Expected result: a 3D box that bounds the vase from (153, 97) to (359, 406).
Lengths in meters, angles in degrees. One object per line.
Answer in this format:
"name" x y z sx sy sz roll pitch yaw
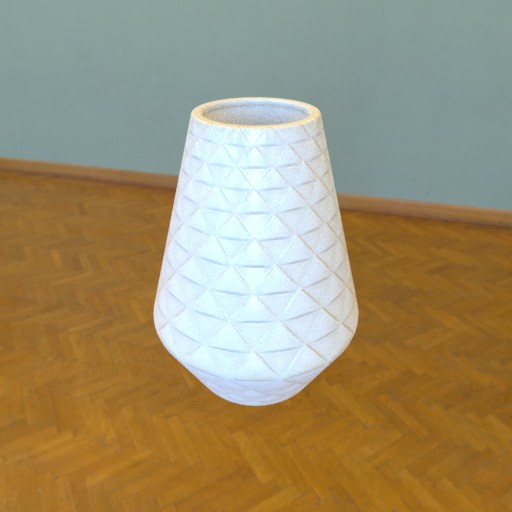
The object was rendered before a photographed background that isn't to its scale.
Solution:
"vase" 0.000 0.000 0.360 0.175 0.230 0.175 0 31 0
